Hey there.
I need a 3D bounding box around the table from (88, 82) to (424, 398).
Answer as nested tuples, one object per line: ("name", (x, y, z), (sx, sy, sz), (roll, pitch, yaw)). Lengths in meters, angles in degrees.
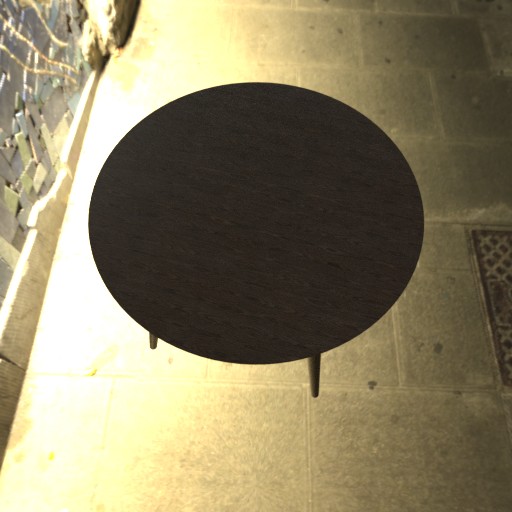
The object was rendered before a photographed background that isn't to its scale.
("table", (0.000, 0.000, 1.757), (1.053, 0.786, 1.053), (0, 63, 0))
